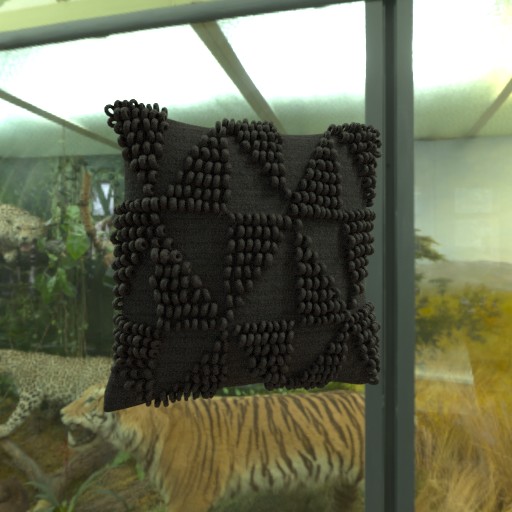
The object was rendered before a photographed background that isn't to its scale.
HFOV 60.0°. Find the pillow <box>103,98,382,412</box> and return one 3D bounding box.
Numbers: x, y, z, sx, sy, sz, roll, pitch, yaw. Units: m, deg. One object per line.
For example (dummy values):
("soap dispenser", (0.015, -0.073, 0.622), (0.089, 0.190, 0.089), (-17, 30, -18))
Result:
("pillow", (0.000, 0.000, 0.722), (0.470, 0.467, 0.172), (0, 0, -18))
